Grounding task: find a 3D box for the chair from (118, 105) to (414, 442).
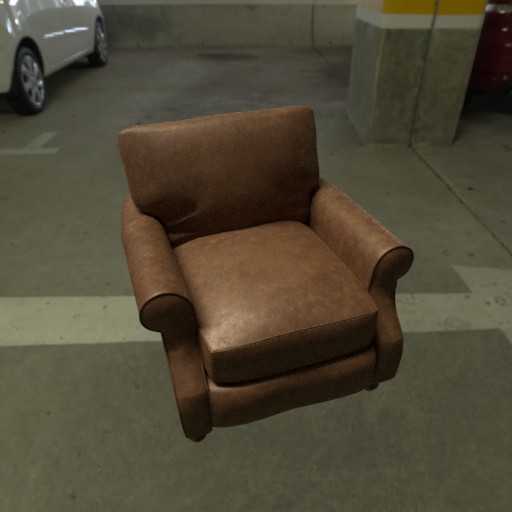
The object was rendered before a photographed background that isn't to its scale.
[{"bbox_3d":[0.000,0.000,1.780,0.996,0.976,1.002,-11,34,-16],"label":"chair"}]
